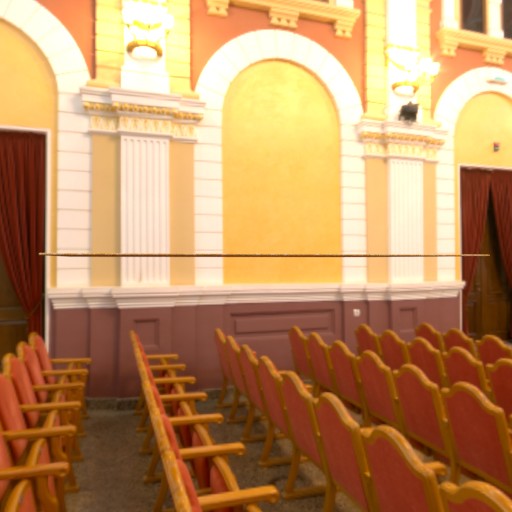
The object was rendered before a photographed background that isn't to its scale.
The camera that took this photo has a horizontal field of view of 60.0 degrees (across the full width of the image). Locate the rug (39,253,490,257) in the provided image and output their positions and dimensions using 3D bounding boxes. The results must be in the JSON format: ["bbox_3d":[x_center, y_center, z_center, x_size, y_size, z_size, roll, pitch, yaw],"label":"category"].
[{"bbox_3d":[0.000,0.000,2.961,2.424,0.010,1.511,0,0,-18],"label":"rug"}]
